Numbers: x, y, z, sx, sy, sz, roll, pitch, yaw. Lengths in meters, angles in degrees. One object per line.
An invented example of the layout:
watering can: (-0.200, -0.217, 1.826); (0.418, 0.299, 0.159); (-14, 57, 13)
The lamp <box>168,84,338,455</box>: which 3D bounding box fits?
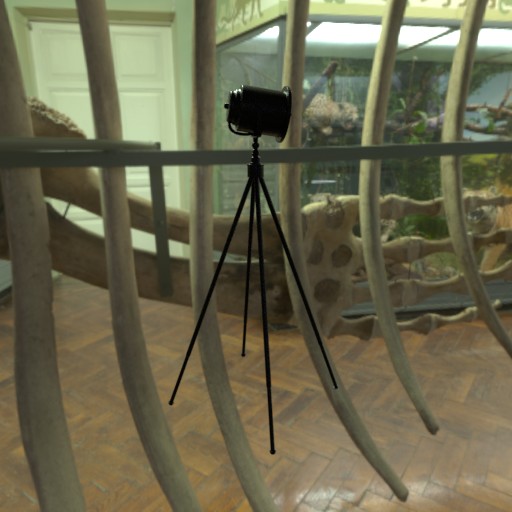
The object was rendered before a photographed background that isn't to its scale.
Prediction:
lamp: (0.000, 0.000, 2.078); (0.884, 1.504, 0.879); (-3, 16, -9)
